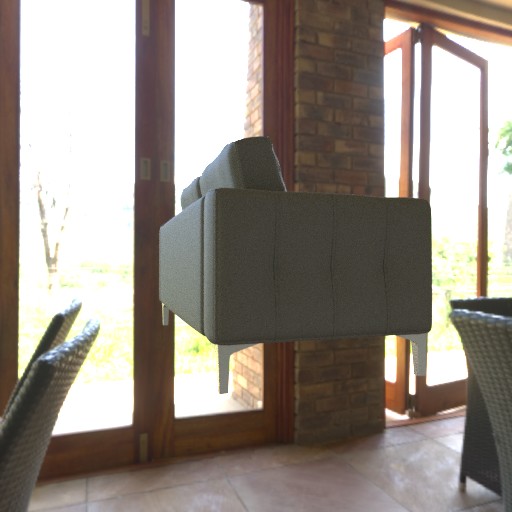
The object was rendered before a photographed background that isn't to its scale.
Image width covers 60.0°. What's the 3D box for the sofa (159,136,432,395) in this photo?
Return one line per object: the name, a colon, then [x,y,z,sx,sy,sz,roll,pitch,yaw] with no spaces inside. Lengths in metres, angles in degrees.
sofa: [0.000,0.000,2.287,0.833,0.893,1.726,0,-1,-18]
